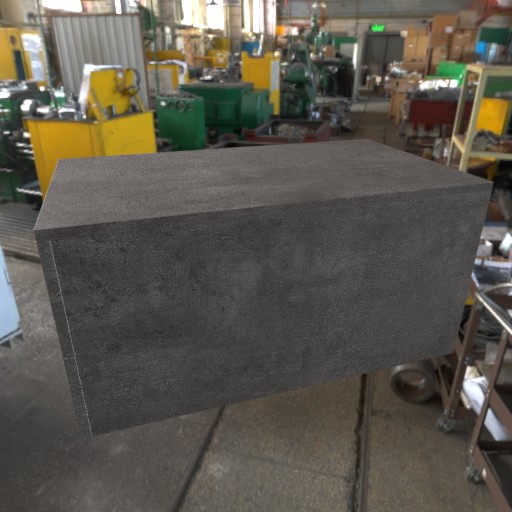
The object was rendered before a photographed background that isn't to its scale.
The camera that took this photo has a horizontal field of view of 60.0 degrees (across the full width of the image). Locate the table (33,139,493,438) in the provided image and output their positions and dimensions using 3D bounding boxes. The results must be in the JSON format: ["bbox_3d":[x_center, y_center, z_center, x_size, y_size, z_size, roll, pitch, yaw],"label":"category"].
[{"bbox_3d":[0.000,0.000,0.885,0.700,0.350,0.400,-8,26,-16],"label":"table"}]
